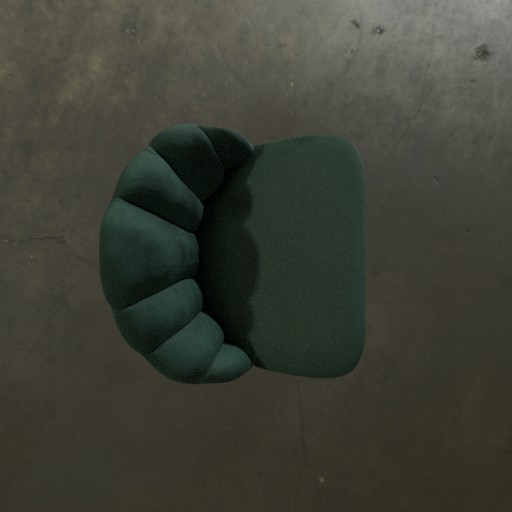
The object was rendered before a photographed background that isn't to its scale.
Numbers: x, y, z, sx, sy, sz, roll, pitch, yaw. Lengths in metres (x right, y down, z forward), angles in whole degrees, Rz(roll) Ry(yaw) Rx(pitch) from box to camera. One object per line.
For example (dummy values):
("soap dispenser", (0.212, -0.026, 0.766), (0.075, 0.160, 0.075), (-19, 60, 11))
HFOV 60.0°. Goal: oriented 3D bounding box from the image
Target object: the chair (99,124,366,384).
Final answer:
("chair", (0.000, 0.000, 1.242), (0.599, 0.819, 0.657), (0, 89, 1))
